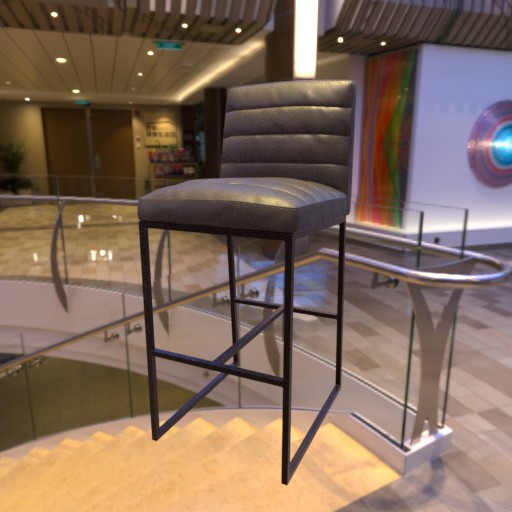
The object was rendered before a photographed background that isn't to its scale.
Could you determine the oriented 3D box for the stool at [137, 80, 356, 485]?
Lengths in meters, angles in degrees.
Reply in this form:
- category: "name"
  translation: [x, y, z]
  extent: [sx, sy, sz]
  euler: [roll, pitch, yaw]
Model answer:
- category: "stool"
  translation: [0.000, 0.000, 1.354]
  extent: [0.463, 1.065, 0.562]
  euler: [6, 15, 25]
